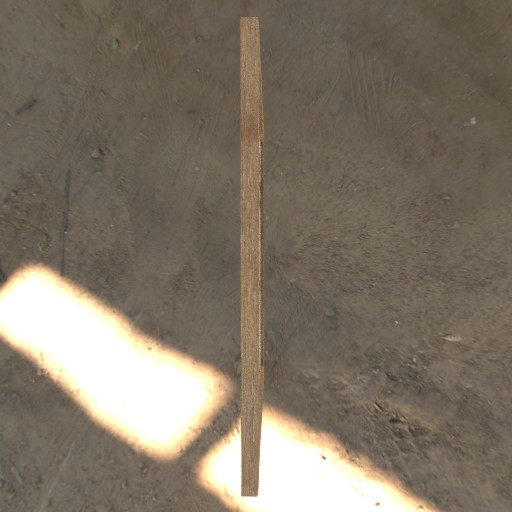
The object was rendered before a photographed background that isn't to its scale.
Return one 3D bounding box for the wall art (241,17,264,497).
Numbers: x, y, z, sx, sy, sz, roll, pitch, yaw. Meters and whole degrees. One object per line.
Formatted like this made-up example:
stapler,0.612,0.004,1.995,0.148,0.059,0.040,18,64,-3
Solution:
wall art,0.000,0.000,0.931,0.026,0.588,0.690,0,91,2
